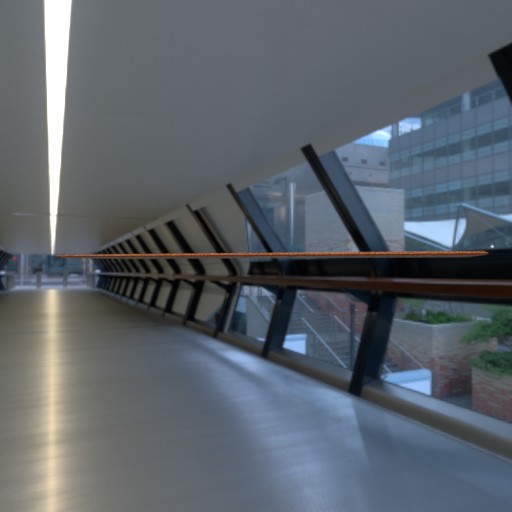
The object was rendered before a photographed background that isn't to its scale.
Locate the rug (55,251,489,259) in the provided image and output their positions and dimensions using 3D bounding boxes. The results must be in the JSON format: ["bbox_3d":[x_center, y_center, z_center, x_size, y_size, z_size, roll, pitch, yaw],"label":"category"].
[{"bbox_3d":[0.000,0.000,2.518,2.274,0.016,0.651,0,-1,20],"label":"rug"}]
